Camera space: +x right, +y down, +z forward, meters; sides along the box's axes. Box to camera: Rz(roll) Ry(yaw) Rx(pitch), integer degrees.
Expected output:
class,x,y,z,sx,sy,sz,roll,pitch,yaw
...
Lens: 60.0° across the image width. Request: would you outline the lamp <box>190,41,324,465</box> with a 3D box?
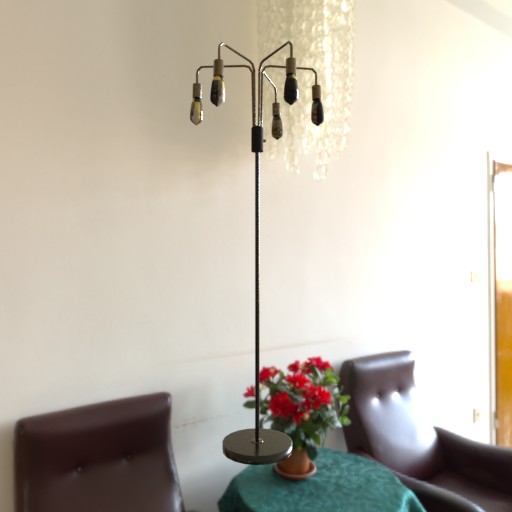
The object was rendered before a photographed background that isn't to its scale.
class,x,y,z,sx,sy,sz,roll,pitch,yaw
lamp,0.000,0.000,1.989,0.572,1.721,0.599,0,-1,19
